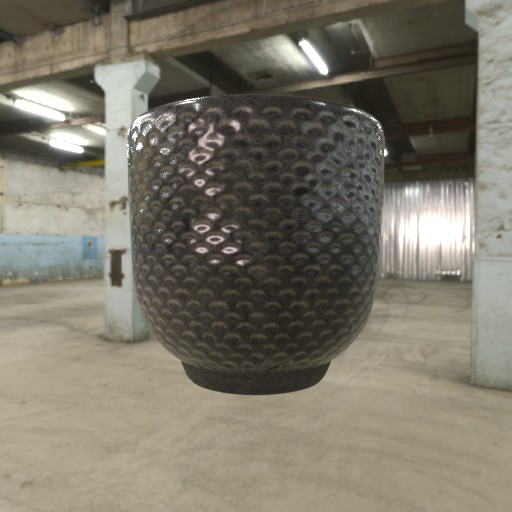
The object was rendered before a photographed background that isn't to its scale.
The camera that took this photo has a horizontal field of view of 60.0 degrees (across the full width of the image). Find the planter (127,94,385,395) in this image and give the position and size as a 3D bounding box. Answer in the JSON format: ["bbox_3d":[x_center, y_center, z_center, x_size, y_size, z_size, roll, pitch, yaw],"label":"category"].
[{"bbox_3d":[0.000,0.000,0.353,0.197,0.191,0.197,0,0,0],"label":"planter"}]
